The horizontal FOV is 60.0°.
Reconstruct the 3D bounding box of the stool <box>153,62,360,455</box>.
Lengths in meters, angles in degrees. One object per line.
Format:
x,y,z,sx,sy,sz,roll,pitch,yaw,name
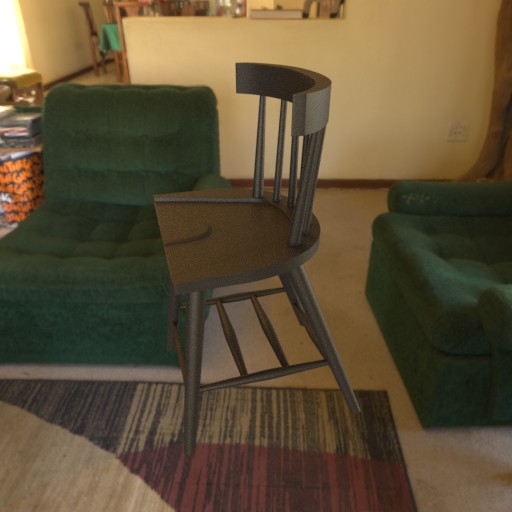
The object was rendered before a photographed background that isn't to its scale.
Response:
0.000,0.000,1.252,0.549,0.953,0.494,-8,32,-14,stool
